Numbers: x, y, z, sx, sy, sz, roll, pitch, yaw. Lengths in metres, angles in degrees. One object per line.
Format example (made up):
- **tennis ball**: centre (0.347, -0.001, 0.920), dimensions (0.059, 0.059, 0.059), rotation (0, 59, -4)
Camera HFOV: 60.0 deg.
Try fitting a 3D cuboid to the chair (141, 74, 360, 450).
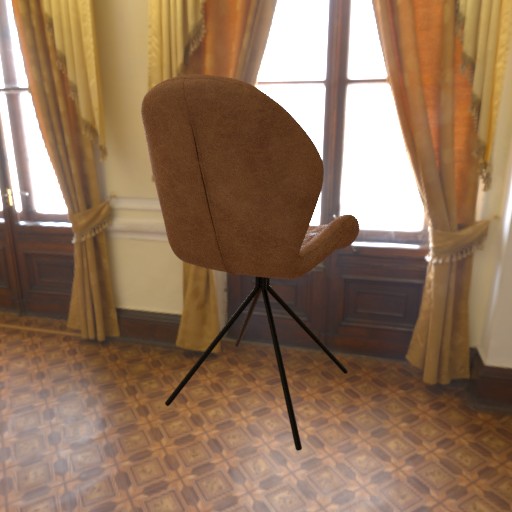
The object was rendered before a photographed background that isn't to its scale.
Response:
- **chair**: centre (0.000, 0.000, 1.292), dimensions (0.527, 0.929, 0.640), rotation (8, 18, 26)
